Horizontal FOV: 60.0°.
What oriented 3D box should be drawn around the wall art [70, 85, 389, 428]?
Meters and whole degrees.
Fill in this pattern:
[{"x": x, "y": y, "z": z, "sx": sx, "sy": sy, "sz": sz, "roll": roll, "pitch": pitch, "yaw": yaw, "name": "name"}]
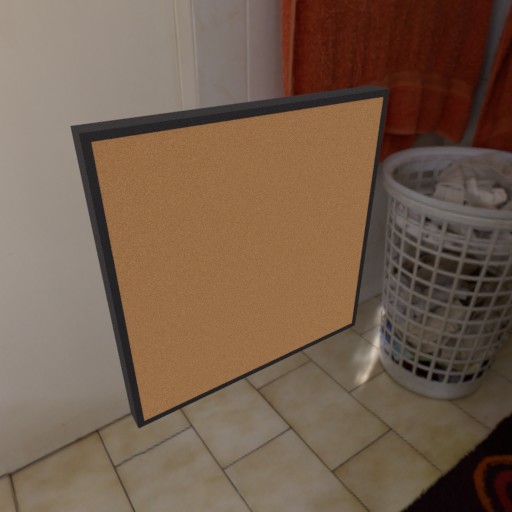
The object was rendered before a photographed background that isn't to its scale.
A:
[{"x": 0.000, "y": 0.000, "z": 0.769, "sx": 0.509, "sy": 0.509, "sz": 0.040, "roll": -18, "pitch": 35, "yaw": -28, "name": "wall art"}]
